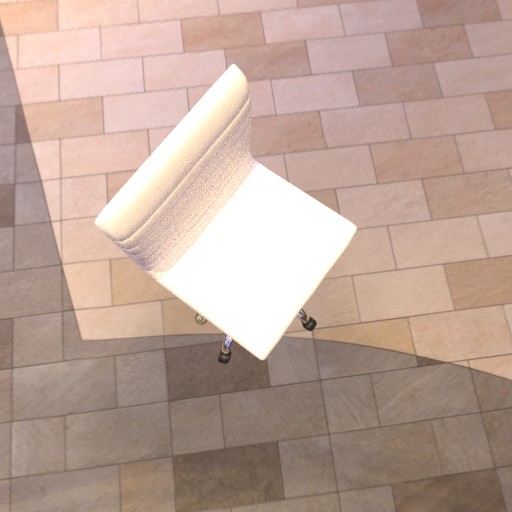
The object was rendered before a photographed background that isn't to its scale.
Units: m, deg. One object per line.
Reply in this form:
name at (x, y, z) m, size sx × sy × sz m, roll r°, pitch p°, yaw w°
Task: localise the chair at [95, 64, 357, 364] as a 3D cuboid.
chair at (0.000, 0.000, 1.074) m, size 0.455 × 0.750 × 0.520 m, roll 36°, pitch 78°, yaw 9°
